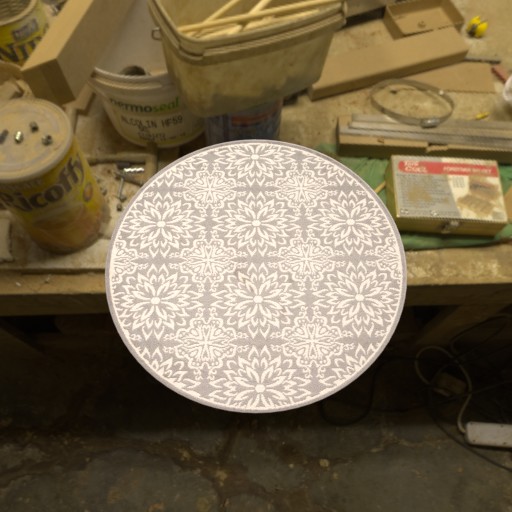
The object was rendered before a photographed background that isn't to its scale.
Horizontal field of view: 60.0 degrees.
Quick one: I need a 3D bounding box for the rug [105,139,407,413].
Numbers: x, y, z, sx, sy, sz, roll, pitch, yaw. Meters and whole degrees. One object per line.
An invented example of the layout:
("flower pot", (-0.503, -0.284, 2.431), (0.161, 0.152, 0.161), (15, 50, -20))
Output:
("rug", (0.000, 0.000, 2.363), (1.593, 0.012, 1.593), (0, 64, 0))
